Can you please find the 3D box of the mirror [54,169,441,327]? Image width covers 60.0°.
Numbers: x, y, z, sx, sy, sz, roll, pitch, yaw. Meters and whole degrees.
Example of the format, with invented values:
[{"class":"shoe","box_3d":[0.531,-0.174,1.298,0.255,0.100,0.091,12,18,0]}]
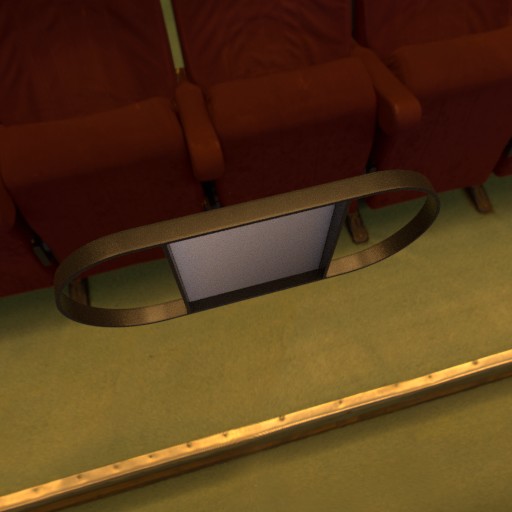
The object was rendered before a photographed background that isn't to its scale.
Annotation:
[{"class":"mirror","box_3d":[0.000,0.000,0.676,0.584,0.254,0.032,-14,63,-7]}]
